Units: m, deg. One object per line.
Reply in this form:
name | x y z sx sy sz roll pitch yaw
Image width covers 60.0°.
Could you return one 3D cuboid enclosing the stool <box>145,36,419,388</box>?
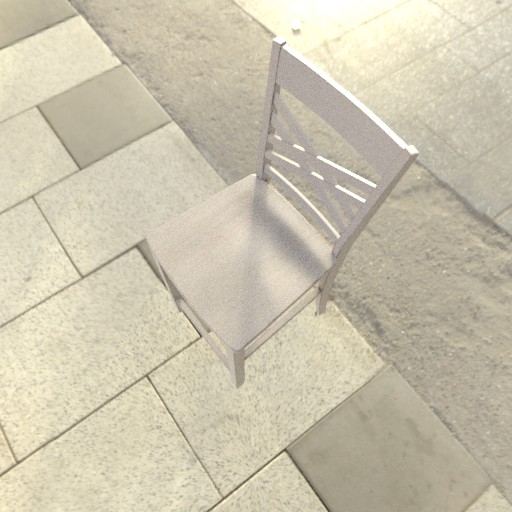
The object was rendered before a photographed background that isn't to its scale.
stool | 0.000 0.000 1.420 0.539 1.079 0.462 -36 69 -16
